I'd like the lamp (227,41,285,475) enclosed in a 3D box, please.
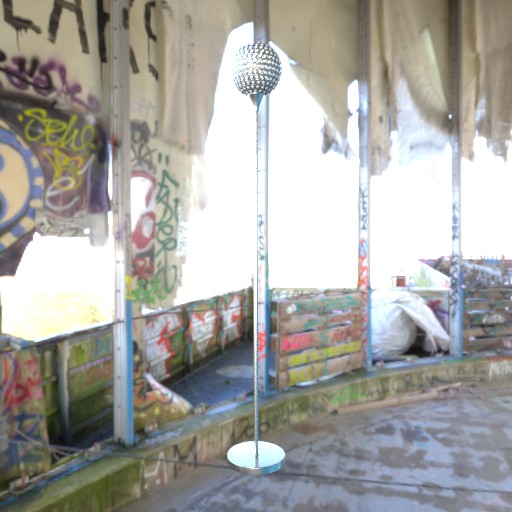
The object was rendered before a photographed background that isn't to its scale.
[{"bbox_3d":[0.000,0.000,1.941,0.254,1.805,0.254,0,1,0],"label":"lamp"}]
